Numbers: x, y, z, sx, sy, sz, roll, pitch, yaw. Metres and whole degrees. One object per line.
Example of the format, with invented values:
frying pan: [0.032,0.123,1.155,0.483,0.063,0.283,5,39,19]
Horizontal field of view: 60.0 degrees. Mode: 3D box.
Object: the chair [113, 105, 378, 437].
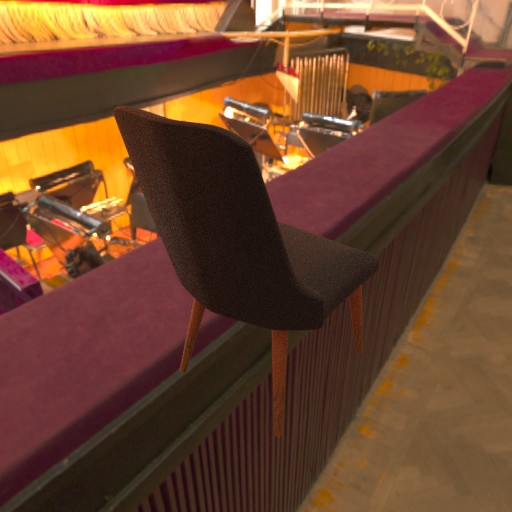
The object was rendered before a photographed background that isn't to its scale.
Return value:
chair: [0.000,0.000,1.166,0.504,0.820,0.567,22,37,33]
